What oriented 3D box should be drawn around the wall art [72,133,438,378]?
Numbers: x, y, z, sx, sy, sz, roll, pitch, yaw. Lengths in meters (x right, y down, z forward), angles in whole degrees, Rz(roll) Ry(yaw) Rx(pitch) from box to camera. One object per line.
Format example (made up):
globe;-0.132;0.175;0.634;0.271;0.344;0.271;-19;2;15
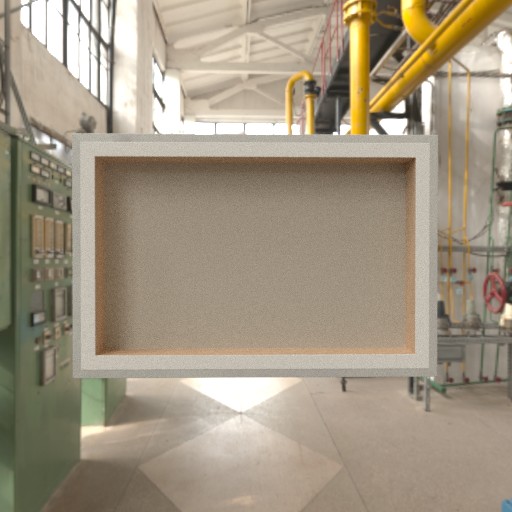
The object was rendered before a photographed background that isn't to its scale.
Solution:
wall art;0.000;0.000;0.481;0.381;0.254;0.038;0;1;-1
